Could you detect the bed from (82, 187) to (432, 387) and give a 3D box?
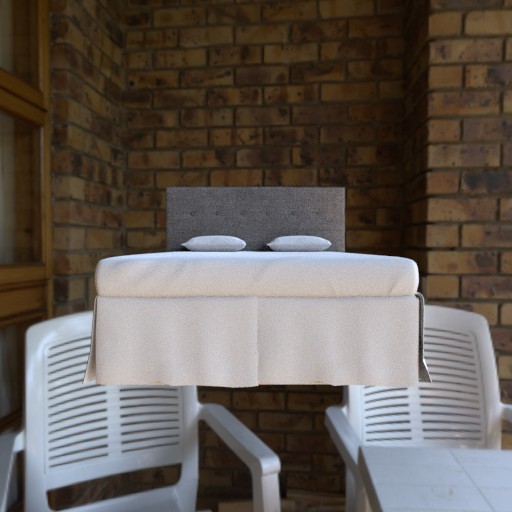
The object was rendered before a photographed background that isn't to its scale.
[{"bbox_3d":[0.000,0.000,2.987,1.621,1.168,1.958,0,1,0],"label":"bed"}]
